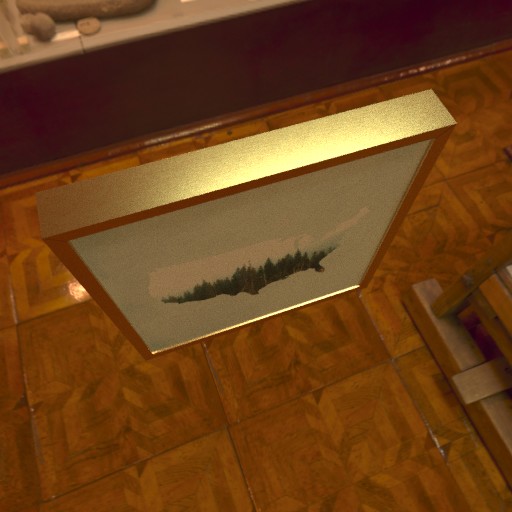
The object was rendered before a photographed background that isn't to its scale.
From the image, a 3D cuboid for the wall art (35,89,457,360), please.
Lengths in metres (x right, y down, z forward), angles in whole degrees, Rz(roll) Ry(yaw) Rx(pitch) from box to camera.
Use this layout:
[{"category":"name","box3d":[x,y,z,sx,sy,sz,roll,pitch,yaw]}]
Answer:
[{"category":"wall art","box3d":[0.000,0.000,0.450,0.304,0.304,0.038,-17,63,-9]}]
